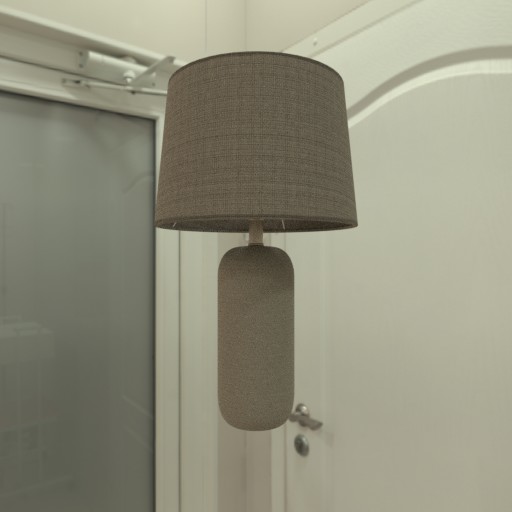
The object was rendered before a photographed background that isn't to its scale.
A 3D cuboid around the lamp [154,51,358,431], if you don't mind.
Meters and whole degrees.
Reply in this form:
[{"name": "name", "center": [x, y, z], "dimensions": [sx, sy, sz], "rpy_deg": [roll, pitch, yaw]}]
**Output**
[{"name": "lamp", "center": [0.000, 0.000, 0.818], "dimensions": [0.367, 0.609, 0.367], "rpy_deg": [0, 0, 0]}]
